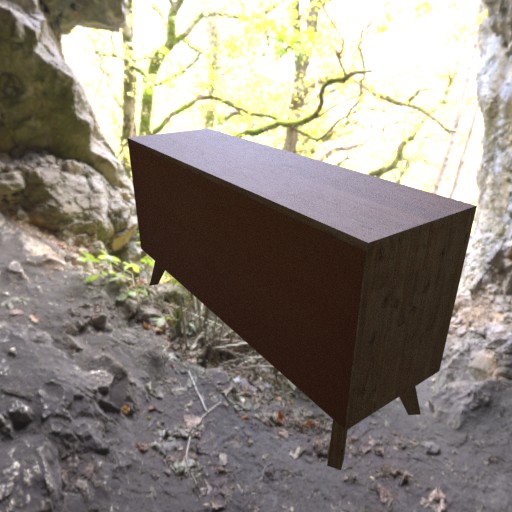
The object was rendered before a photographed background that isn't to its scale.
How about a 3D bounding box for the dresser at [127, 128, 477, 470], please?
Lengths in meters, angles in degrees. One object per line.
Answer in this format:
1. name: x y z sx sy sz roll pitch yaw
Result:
1. dresser: 0.000 0.000 1.899 0.455 0.805 1.554 -17 31 -31
